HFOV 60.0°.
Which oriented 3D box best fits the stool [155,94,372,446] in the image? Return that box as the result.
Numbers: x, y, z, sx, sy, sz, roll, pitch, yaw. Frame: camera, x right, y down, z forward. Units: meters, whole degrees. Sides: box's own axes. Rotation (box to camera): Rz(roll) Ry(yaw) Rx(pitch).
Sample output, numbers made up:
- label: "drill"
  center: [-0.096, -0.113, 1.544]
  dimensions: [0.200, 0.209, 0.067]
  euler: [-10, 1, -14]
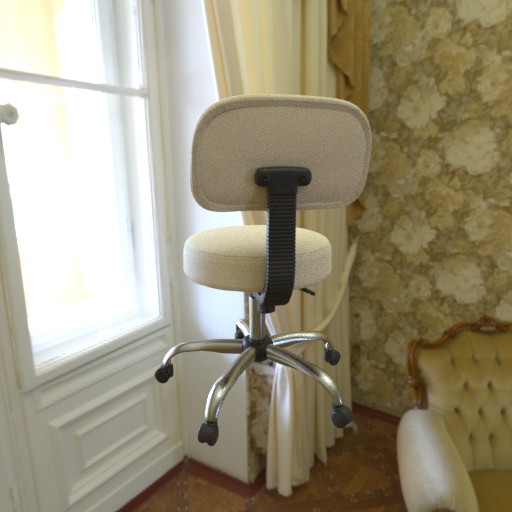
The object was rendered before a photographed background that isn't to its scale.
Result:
- label: "stool"
  center: [0.000, 0.000, 1.269]
  dimensions: [0.609, 0.810, 0.616]
  euler: [-3, 14, -11]
